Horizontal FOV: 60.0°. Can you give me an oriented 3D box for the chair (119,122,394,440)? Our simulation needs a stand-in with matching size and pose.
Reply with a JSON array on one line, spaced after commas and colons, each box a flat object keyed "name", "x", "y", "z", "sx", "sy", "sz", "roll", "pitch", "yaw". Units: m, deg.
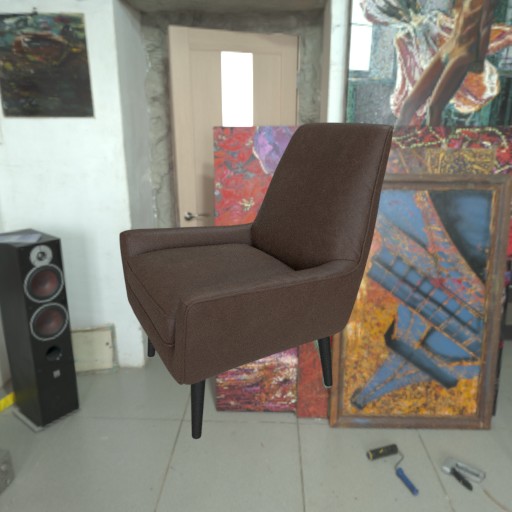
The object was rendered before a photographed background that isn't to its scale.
[{"name": "chair", "x": 0.000, "y": 0.000, "z": 1.546, "sx": 0.824, "sy": 0.888, "sz": 0.787, "roll": -9, "pitch": 19, "yaw": -26}]
